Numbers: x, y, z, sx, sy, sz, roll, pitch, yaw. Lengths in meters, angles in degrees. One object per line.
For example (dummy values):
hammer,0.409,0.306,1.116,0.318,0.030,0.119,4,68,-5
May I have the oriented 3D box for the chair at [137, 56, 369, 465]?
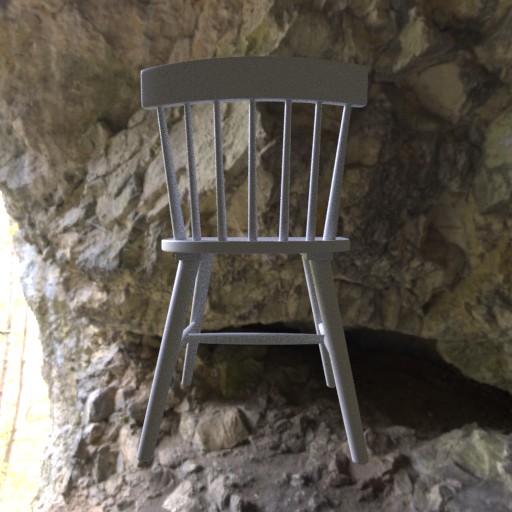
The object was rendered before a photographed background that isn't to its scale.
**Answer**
chair,0.000,0.000,1.086,0.483,0.787,0.500,0,1,2
